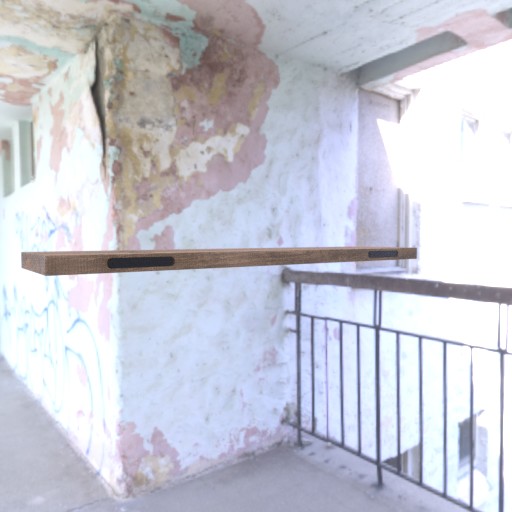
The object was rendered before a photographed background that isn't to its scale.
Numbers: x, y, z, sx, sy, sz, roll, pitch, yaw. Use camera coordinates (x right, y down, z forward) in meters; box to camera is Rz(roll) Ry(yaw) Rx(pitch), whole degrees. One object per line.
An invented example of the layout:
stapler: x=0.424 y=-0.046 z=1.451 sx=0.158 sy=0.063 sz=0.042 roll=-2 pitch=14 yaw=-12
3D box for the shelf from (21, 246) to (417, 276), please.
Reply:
shelf: x=0.000 y=0.000 z=0.666 sx=0.610 sy=0.020 sz=0.140 roll=-2 pitch=3 yaw=-36
